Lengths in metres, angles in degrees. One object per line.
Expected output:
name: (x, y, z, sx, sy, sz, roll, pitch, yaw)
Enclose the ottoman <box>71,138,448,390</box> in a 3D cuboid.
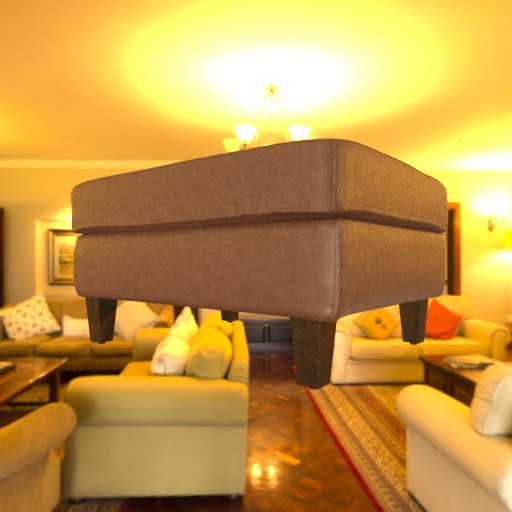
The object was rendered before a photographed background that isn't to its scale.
ottoman: (0.000, 0.000, 1.216, 0.851, 0.485, 0.650, 0, 0, 38)
